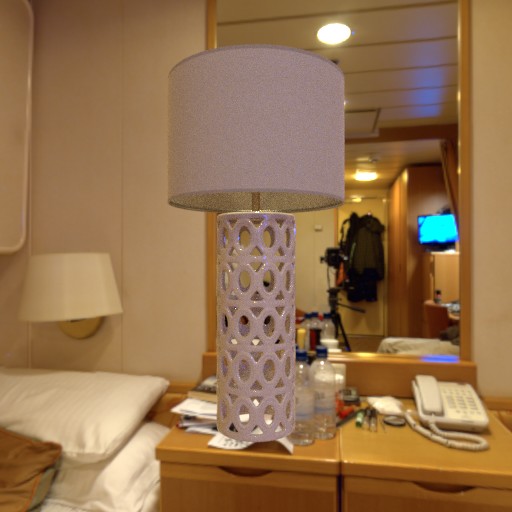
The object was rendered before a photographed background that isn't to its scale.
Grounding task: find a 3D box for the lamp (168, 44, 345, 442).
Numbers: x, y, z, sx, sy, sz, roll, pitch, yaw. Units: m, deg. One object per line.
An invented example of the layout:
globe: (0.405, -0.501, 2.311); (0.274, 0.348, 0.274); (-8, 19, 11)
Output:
lamp: (0.000, 0.000, 0.828); (0.325, 0.636, 0.324); (0, -1, -37)
